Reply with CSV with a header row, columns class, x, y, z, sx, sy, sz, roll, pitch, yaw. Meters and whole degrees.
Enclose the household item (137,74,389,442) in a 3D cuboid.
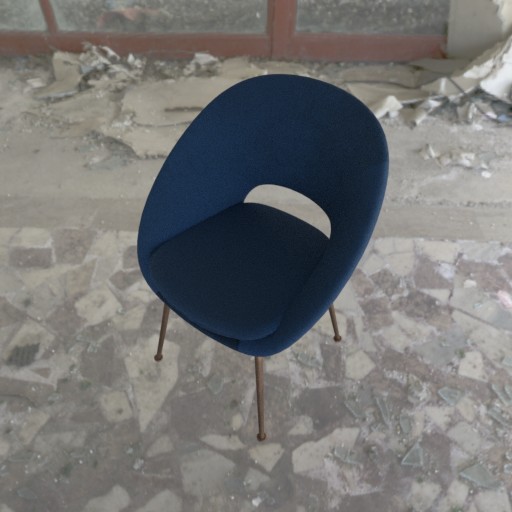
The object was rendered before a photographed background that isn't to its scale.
class,x,y,z,sx,sy,sz,roll,pitch,yaw
household item,0.000,0.000,1.285,0.623,0.852,0.573,29,52,26
